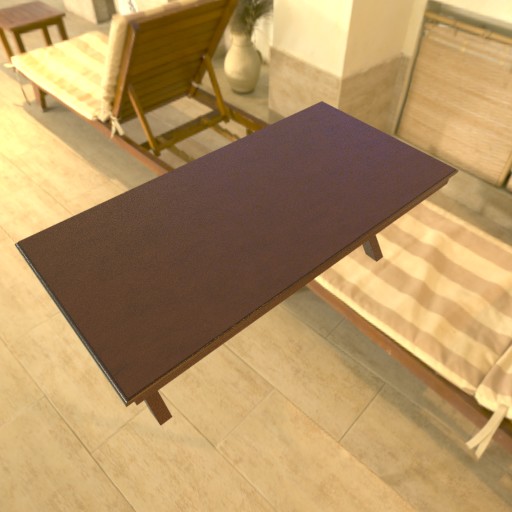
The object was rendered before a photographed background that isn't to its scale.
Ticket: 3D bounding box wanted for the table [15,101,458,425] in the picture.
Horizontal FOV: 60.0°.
[{"bbox_3d":[0.000,0.000,1.463,1.197,0.459,0.594,-32,55,-27],"label":"table"}]
